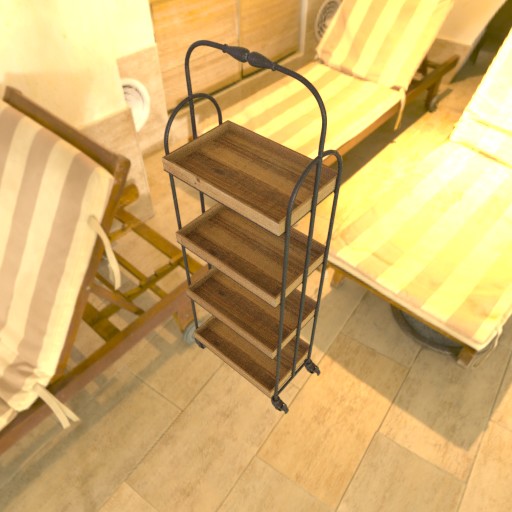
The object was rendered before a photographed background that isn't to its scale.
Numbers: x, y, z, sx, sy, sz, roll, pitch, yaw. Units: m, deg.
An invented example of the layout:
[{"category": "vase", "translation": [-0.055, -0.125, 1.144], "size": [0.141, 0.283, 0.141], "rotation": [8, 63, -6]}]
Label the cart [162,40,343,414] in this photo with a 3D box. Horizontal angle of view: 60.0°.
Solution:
[{"category": "cart", "translation": [0.000, 0.000, 1.647], "size": [0.581, 1.481, 0.308], "rotation": [32, 54, 27]}]
